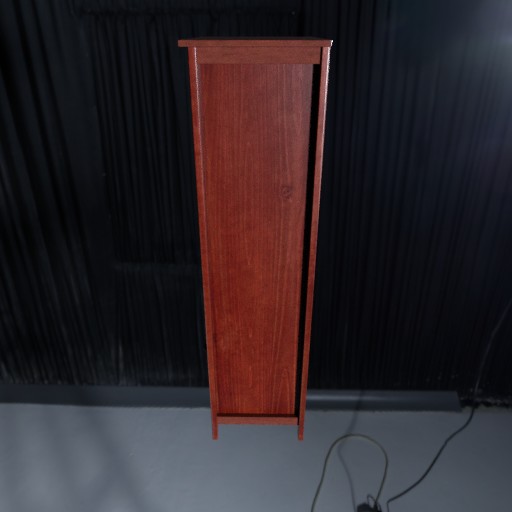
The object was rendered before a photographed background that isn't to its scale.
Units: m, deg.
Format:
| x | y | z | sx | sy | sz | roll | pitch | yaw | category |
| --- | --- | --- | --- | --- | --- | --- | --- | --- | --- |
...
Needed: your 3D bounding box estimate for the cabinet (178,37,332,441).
| x | y | z | sx | sy | sz | roll | pitch | yaw | category |
| --- | --- | --- | --- | --- | --- | --- | --- | --- | --- |
| 0.000 | 0.000 | 1.720 | 0.401 | 1.518 | 0.500 | 0 | 27 | 1 | cabinet |
